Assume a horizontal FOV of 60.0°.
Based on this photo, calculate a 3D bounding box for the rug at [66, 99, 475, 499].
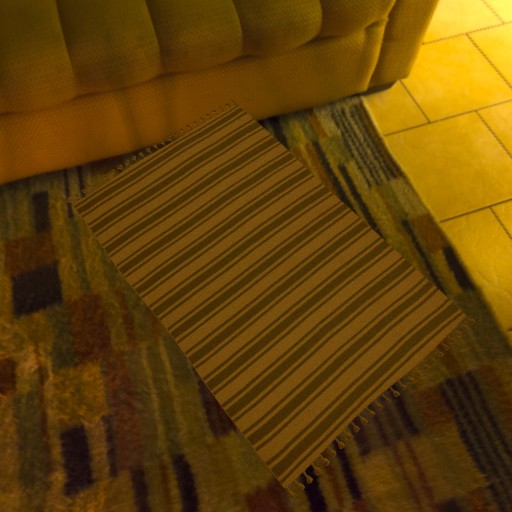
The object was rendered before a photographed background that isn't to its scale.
[{"bbox_3d":[0.000,0.000,2.250,1.162,0.013,1.875,-36,69,-17],"label":"rug"}]
